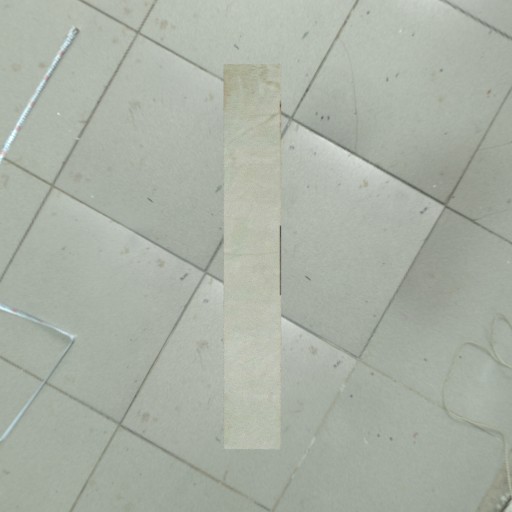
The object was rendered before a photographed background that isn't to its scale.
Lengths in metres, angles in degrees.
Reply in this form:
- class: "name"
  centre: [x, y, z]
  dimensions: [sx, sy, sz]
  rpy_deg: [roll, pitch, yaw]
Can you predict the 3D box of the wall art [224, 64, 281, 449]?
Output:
- class: "wall art"
  centre: [0.000, 0.000, 0.482]
  dimensions: [0.038, 0.381, 0.254]
  rpy_deg: [0, 90, 1]
